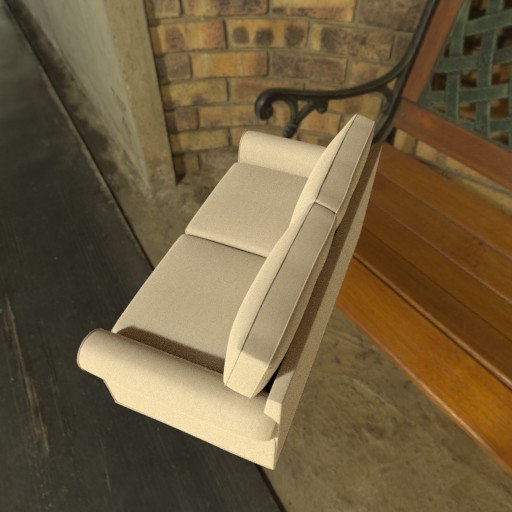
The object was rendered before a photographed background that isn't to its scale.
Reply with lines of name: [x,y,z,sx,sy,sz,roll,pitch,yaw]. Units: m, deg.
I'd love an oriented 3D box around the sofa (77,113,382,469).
sofa: [0.000,0.000,2.278,0.861,0.933,1.774,17,50,15]
